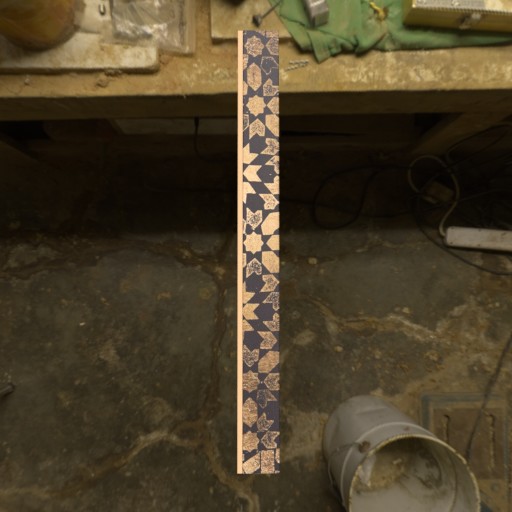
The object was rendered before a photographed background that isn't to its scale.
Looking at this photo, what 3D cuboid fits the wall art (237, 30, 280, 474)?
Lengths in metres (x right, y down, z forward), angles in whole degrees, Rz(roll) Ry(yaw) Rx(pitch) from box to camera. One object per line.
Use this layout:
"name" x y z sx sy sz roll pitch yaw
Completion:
"wall art" 0.000 0.000 0.606 0.038 0.405 0.405 0 88 -1
